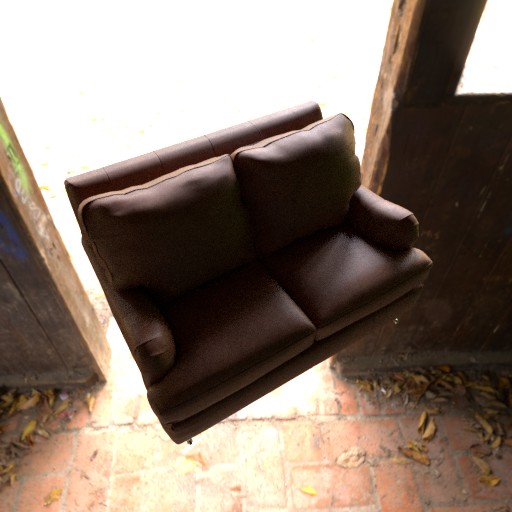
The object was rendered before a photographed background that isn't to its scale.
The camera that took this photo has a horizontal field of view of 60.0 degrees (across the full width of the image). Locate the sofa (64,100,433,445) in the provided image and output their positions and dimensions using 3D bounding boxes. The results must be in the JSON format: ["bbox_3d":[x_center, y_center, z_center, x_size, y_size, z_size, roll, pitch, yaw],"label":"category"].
[{"bbox_3d":[0.000,0.000,2.256,1.527,1.004,1.077,-24,51,-21],"label":"sofa"}]
